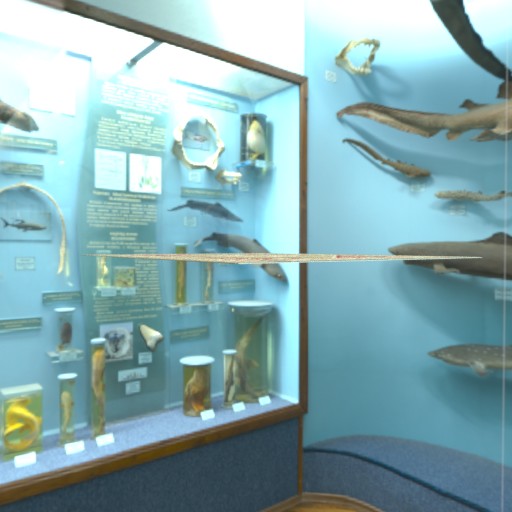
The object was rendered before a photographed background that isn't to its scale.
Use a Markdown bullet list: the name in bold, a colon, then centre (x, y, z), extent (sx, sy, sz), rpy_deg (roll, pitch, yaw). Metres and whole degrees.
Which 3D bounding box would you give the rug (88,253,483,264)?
- **rug**: centre (0.000, 0.000, 4.284), extent (2.451, 0.008, 3.143), rpy_deg (-1, 1, -36)
